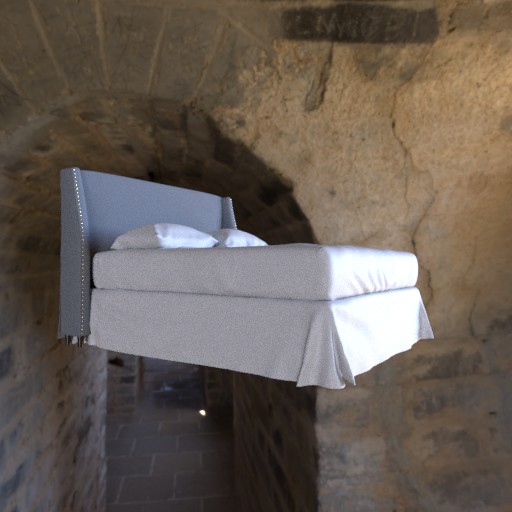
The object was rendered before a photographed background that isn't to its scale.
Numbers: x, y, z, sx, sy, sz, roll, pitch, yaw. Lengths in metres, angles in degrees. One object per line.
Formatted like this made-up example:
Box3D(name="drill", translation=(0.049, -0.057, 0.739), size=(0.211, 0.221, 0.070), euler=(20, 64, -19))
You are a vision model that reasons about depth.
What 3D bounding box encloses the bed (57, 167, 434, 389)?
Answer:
Box3D(name="bed", translation=(0.000, 0.000, 3.431), size=(2.276, 1.332, 1.925), euler=(-1, -1, 35))
